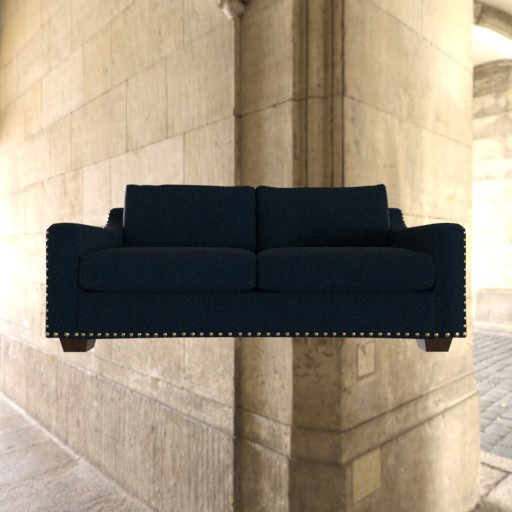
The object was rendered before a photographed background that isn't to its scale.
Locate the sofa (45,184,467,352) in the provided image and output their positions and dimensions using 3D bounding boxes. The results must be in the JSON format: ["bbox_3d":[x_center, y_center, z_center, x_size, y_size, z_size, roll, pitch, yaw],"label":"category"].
[{"bbox_3d":[0.000,0.000,2.715,2.107,0.983,1.104,0,0,0],"label":"sofa"}]
